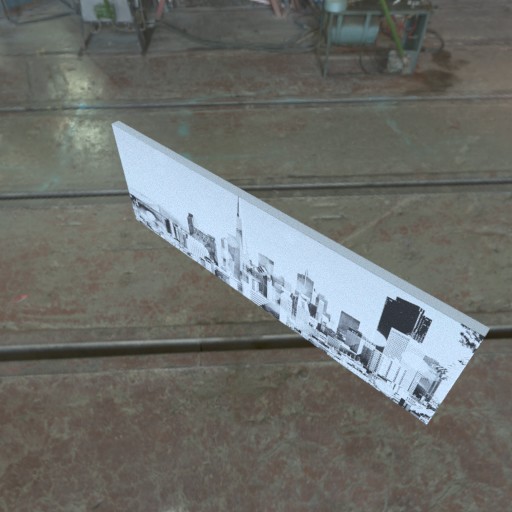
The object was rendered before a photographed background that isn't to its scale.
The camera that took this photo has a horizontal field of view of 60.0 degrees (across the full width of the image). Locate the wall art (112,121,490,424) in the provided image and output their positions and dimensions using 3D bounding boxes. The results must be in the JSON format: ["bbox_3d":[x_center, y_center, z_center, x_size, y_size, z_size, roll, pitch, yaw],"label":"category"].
[{"bbox_3d":[0.000,0.000,1.621,1.520,0.507,0.039,33,54,27],"label":"wall art"}]
